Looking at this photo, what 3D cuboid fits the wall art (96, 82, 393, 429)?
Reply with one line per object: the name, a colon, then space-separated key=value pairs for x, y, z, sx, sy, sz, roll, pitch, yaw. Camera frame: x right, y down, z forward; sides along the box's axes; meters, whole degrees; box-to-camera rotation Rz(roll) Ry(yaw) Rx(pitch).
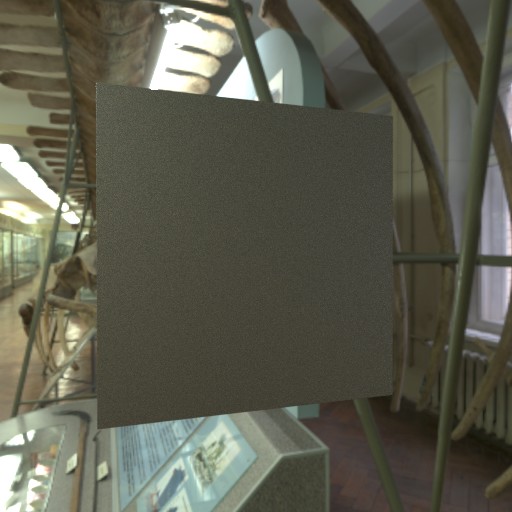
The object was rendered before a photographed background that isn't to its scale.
wall art: x=0.000 y=0.000 z=0.519 sx=0.350 sy=0.350 sz=0.038 roll=0 pitch=0 yaw=-18
